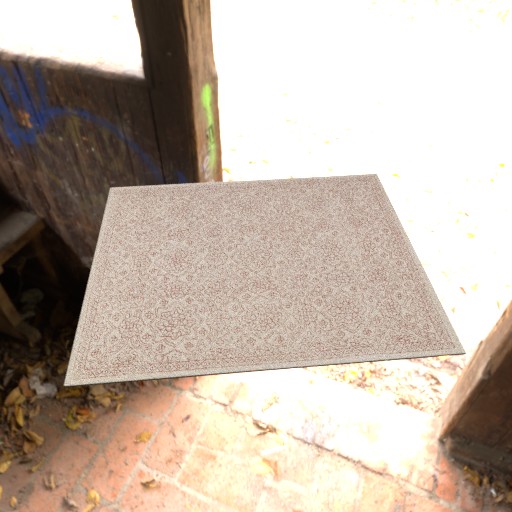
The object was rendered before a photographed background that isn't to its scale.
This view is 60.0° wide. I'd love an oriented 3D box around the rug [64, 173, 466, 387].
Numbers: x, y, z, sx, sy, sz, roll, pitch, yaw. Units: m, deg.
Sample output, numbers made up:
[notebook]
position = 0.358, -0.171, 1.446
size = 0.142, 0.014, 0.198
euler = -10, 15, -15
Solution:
[rug]
position = 0.000, 0.000, 4.192
size = 3.050, 0.015, 2.441
euler = -4, 45, -4
